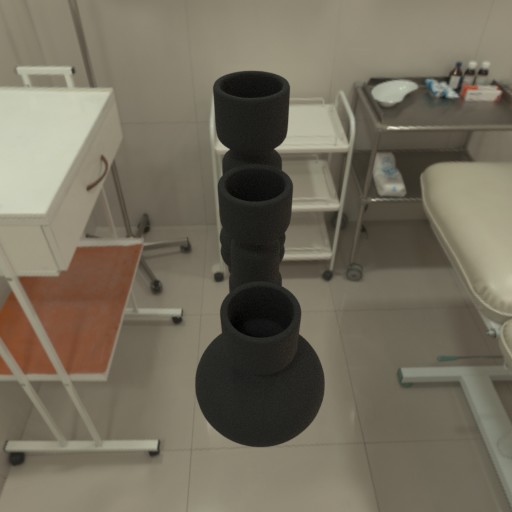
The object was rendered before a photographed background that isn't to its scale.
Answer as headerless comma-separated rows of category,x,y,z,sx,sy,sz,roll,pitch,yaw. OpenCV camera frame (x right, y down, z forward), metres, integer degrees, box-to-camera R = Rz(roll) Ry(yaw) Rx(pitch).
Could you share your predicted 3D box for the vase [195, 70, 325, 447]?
vase,0.000,0.000,0.433,0.120,0.249,0.307,-2,43,-2
